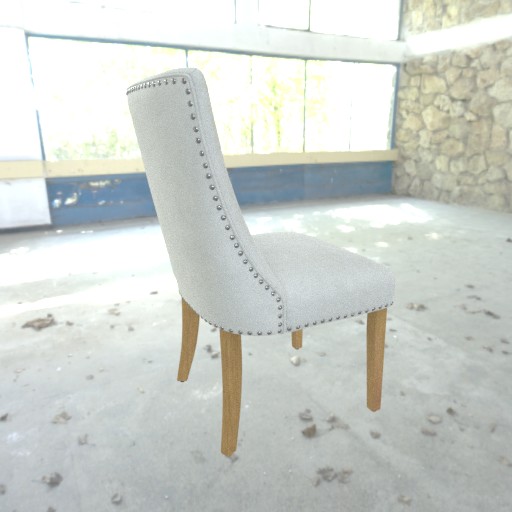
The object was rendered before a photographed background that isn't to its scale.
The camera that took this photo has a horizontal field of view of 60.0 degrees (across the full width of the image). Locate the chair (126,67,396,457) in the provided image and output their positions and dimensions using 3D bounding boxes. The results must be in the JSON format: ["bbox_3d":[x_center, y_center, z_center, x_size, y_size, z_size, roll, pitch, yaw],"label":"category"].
[{"bbox_3d":[0.000,0.000,1.232,0.610,0.902,0.495,-8,18,-26],"label":"chair"}]
